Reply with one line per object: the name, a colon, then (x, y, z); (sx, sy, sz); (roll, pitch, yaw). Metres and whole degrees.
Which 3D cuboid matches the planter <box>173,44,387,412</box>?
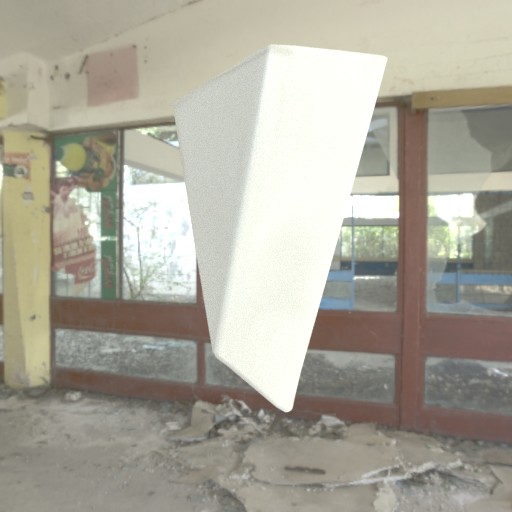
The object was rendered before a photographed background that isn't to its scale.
planter: (0.000, 0.000, 0.264); (0.060, 0.197, 0.150); (-1, 1, -36)
